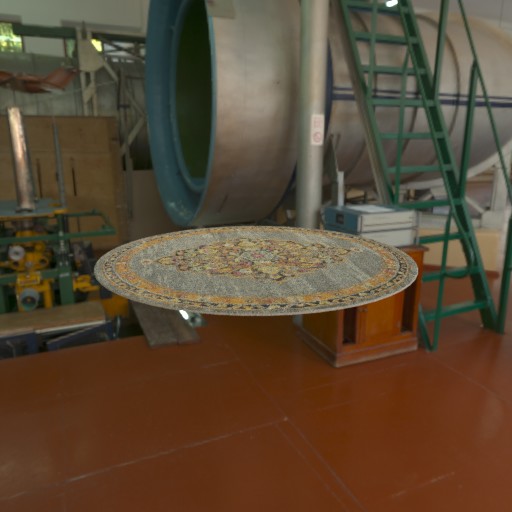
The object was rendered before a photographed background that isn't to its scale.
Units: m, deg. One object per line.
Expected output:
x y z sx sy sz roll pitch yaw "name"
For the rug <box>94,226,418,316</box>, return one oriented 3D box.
0.000 0.000 2.316 1.598 0.010 1.598 0 15 0 "rug"
